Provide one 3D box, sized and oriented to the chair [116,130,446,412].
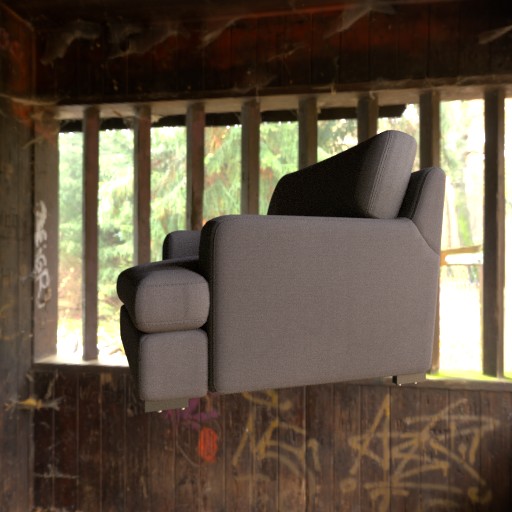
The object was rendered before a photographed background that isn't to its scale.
[{"bbox_3d":[0.000,0.000,1.969,1.143,0.940,1.168,0,0,-20],"label":"chair"}]
